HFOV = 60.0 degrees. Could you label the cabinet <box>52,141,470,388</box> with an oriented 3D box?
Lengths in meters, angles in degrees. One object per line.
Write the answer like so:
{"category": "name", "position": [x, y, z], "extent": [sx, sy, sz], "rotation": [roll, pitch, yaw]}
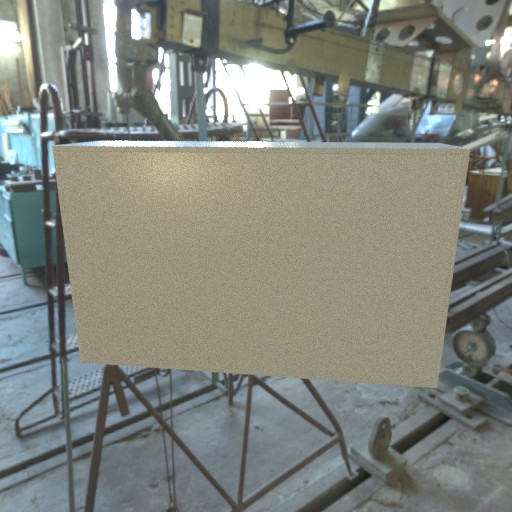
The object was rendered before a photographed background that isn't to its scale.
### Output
{"category": "cabinet", "position": [0.000, 0.000, 1.838], "extent": [1.450, 0.900, 0.380], "rotation": [2, 17, 7]}
